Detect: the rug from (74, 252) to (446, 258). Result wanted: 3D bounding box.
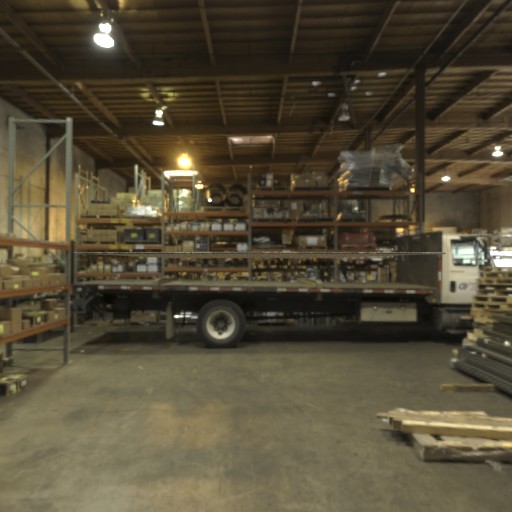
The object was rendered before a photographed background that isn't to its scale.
[{"bbox_3d":[0.000,0.000,2.218,1.148,0.010,1.754,0,-1,-1],"label":"rug"}]
